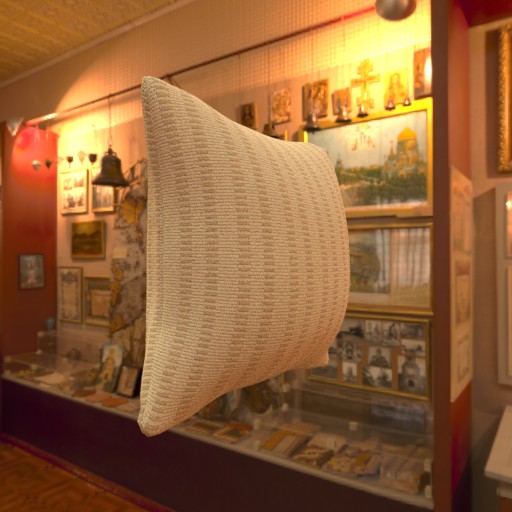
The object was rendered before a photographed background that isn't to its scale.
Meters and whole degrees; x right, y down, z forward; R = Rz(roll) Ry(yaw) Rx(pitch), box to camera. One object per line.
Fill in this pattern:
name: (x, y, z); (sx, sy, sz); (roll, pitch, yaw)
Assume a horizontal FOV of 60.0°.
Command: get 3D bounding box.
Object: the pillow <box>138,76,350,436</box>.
pillow: (0.000, 0.000, 0.682); (0.247, 0.419, 0.438); (0, -1, 37)
